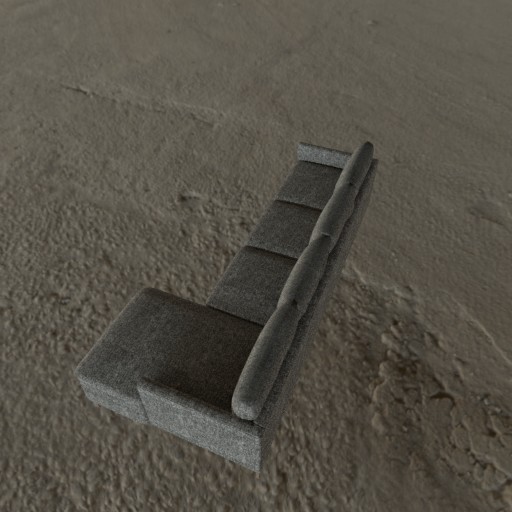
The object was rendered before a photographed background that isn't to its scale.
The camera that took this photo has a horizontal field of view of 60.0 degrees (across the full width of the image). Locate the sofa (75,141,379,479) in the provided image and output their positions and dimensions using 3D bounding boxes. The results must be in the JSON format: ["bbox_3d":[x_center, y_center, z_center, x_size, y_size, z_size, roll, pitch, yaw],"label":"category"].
[{"bbox_3d":[0.000,0.000,4.148,1.488,0.970,3.384,17,48,16],"label":"sofa"}]
